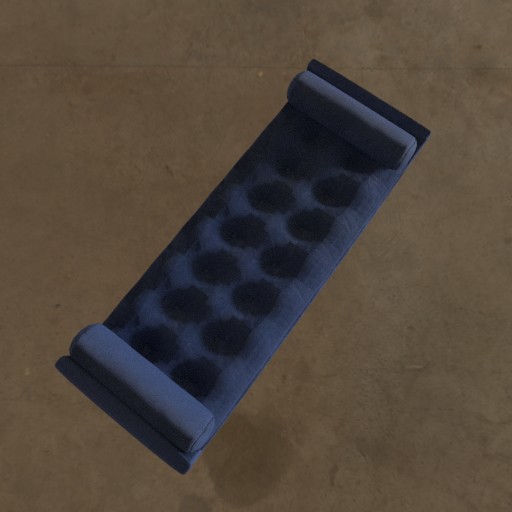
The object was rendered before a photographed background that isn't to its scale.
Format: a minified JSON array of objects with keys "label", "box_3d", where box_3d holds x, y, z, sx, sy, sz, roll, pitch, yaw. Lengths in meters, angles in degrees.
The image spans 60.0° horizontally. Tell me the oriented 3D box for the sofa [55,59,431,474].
[{"label":"sofa","box_3d":[0.000,0.000,2.461,0.796,0.705,2.102,36,78,9]}]
